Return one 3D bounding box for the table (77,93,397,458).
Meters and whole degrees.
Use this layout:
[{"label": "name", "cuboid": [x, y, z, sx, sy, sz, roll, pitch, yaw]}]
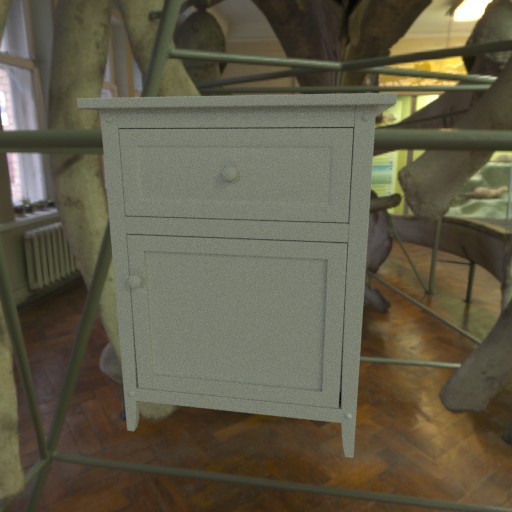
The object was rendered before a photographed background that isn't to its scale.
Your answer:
[{"label": "table", "cuboid": [0.000, 0.000, 0.756, 0.381, 0.483, 0.381, 3, 15, 10]}]
